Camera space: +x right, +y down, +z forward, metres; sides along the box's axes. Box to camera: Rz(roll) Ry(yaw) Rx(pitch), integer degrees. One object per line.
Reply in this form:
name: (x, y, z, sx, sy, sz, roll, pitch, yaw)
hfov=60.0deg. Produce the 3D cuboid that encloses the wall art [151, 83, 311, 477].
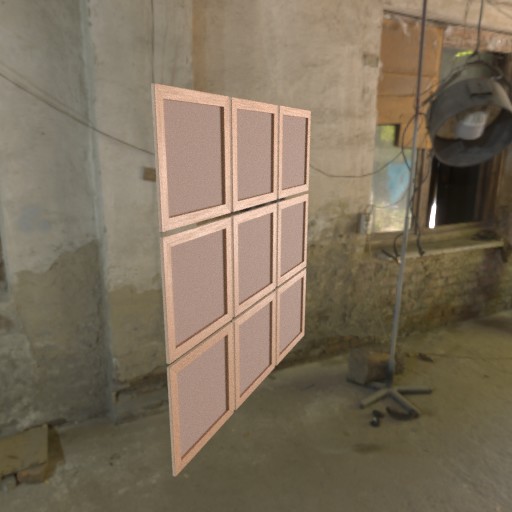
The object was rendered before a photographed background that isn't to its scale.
wall art: (0.000, 0.000, 2.282, 0.014, 1.507, 1.519, 7, 16, 25)
